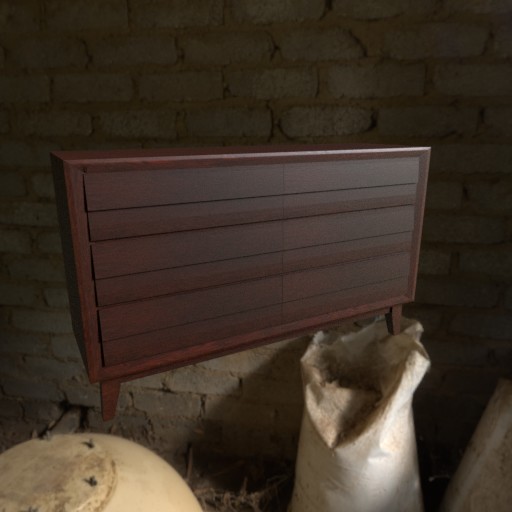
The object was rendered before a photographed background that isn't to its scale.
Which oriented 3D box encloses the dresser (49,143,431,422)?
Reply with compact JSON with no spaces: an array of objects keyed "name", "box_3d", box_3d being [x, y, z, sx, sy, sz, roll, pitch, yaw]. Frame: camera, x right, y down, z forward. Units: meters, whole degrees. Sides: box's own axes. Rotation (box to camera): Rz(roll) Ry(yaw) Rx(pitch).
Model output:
[{"name":"dresser","box_3d":[0.000,0.000,2.068,1.609,0.971,0.499,-9,19,-27]}]
